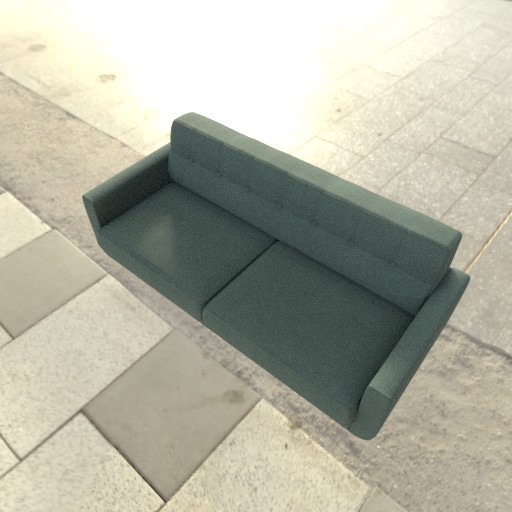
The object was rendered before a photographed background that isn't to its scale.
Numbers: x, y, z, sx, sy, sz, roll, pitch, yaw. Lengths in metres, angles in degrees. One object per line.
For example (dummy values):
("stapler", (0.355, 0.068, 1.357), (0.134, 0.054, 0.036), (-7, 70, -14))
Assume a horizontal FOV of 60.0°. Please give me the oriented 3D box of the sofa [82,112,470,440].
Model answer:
("sofa", (0.000, 0.000, 2.503), (2.029, 0.841, 0.909), (31, 54, 26))
